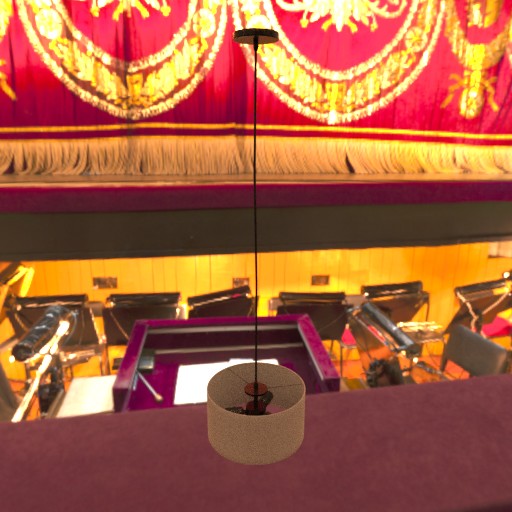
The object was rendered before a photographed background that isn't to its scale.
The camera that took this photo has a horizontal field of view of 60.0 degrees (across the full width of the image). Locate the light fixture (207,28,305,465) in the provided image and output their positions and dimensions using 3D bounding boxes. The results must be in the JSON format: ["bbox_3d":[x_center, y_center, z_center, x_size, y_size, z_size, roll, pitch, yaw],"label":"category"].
[{"bbox_3d":[0.000,0.000,1.653,0.399,1.516,0.399,0,15,0],"label":"light fixture"}]
